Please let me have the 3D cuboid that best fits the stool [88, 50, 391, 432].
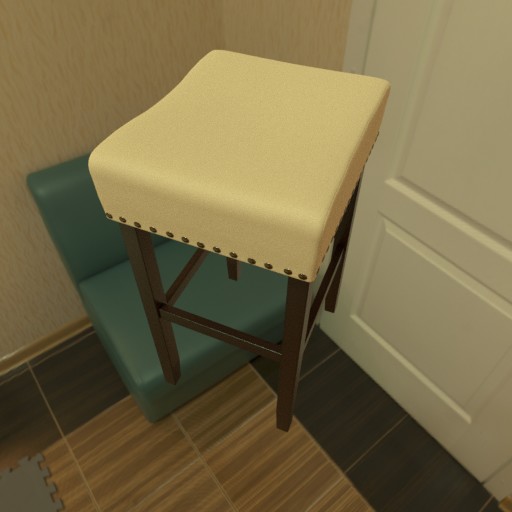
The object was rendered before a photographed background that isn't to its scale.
[{"bbox_3d":[0.000,0.000,1.064,0.401,0.762,0.471,17,49,16],"label":"stool"}]
